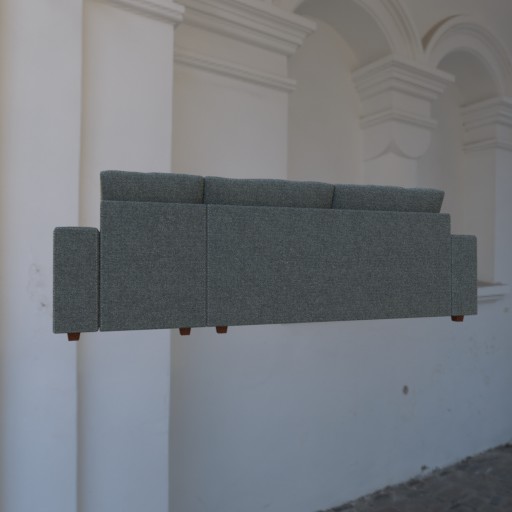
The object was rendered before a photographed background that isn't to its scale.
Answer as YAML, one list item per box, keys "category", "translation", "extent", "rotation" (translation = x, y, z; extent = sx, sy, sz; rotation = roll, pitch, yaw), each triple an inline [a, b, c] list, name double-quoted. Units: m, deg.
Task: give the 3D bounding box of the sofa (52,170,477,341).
- category: "sofa"
  translation: [0.000, 0.000, 3.493]
  extent: [2.718, 0.940, 1.689]
  rotation: [0, -1, -17]
